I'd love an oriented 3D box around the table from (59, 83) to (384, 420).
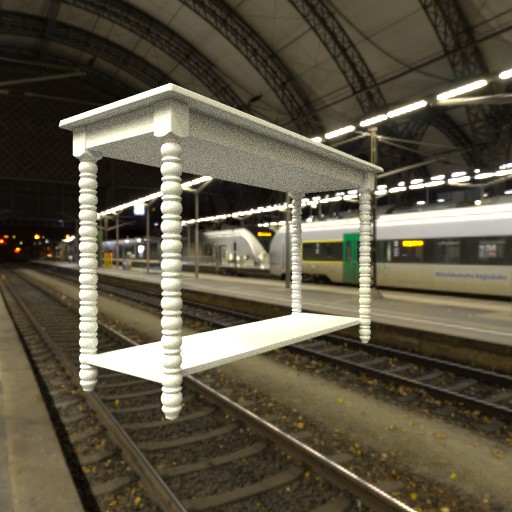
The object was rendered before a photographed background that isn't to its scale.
[{"bbox_3d":[0.000,0.000,1.541,0.459,0.740,1.184,0,0,37],"label":"table"}]
